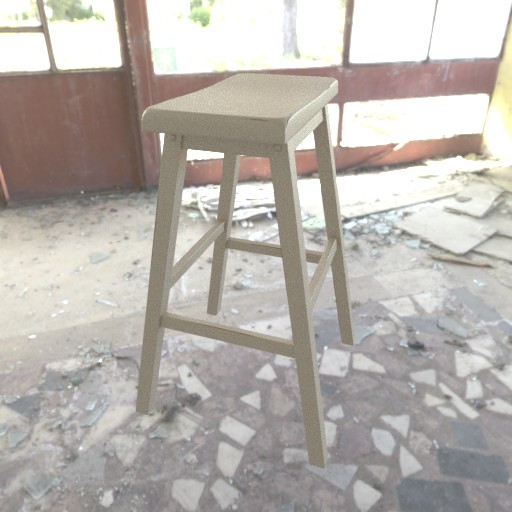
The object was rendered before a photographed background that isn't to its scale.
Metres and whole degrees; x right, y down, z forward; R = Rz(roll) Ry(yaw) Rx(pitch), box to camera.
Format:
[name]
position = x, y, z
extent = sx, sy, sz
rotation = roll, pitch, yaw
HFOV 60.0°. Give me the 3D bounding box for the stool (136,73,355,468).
[stool]
position = 0.000, 0.000, 1.039
extent = 0.476, 0.737, 0.457
rotation = 10, 31, 17
